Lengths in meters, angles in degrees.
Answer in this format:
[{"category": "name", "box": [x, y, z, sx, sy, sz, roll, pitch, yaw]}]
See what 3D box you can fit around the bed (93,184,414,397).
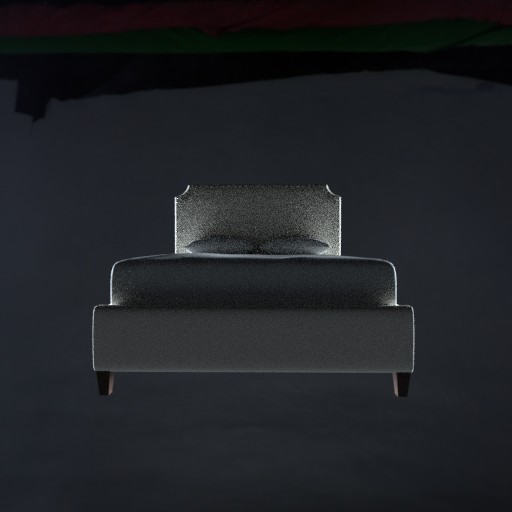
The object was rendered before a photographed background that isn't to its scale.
[{"category": "bed", "box": [0.000, 0.000, 3.473, 1.712, 1.443, 2.365, 0, 1, 1]}]
